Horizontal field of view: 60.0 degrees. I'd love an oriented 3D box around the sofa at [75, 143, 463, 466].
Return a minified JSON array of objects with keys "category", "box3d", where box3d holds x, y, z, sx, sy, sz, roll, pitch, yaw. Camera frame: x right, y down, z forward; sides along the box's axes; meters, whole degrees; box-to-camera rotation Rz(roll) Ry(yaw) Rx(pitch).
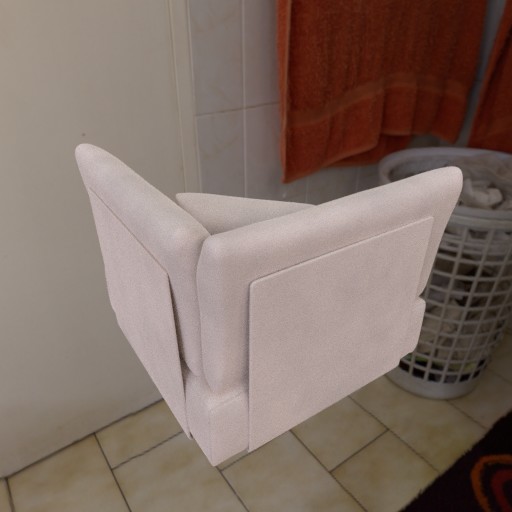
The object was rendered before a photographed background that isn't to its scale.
[{"category":"sofa","box3d":[0.000,0.000,1.739,1.000,0.820,1.000,-19,35,-28]}]
